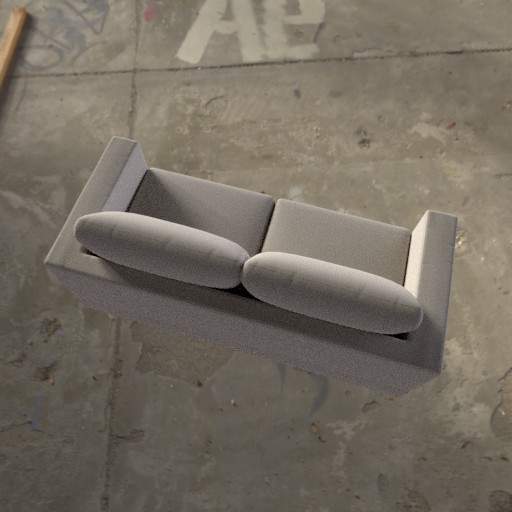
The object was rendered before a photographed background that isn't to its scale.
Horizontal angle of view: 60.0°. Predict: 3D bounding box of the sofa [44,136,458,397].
[{"bbox_3d":[0.000,0.000,2.645,2.163,0.881,0.954,15,65,7],"label":"sofa"}]
